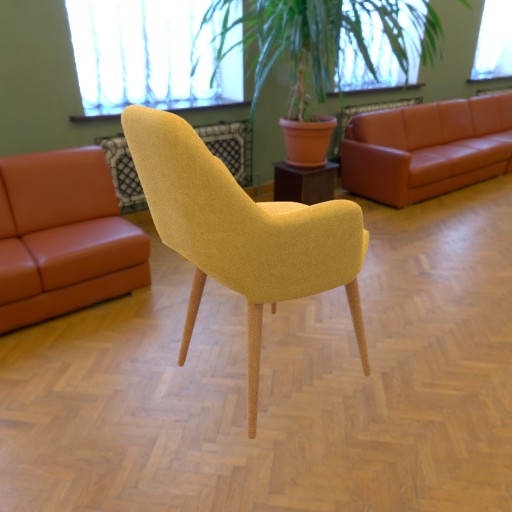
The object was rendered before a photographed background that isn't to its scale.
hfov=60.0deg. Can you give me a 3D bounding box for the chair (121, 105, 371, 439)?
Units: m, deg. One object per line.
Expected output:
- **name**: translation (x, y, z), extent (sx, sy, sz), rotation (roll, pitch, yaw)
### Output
- **chair**: translation (0.000, 0.000, 1.243), extent (0.610, 0.840, 0.590), rotation (-19, 32, -34)
